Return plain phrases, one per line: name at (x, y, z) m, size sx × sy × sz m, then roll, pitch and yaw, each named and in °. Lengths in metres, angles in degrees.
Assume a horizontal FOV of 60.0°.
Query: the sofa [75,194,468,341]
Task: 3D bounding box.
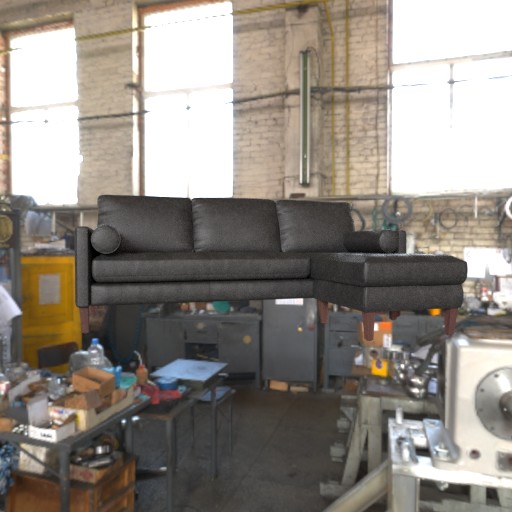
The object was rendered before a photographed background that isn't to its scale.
sofa at (0.000, 0.000, 2.869) m, size 2.178 × 0.876 × 1.497 m, roll 0°, pitch 1°, yaw -17°
